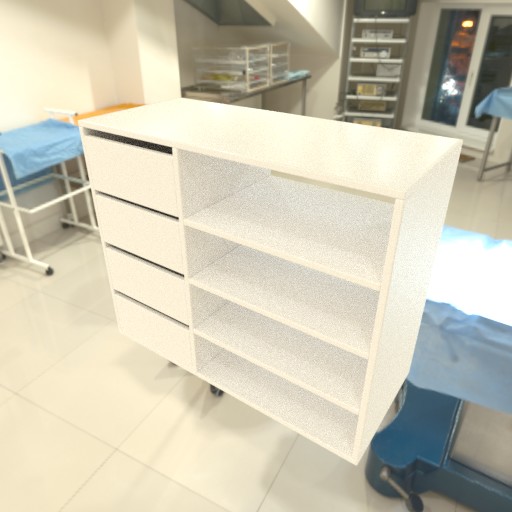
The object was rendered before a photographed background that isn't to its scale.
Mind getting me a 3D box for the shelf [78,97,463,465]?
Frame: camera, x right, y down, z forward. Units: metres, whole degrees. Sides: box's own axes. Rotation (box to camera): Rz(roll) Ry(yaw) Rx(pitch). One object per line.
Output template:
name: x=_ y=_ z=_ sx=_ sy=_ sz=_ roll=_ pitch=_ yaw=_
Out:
shelf: x=0.000 y=0.000 z=1.289 sx=0.895 sy=0.732 sz=0.396 roll=19 pitch=35 yaw=30
